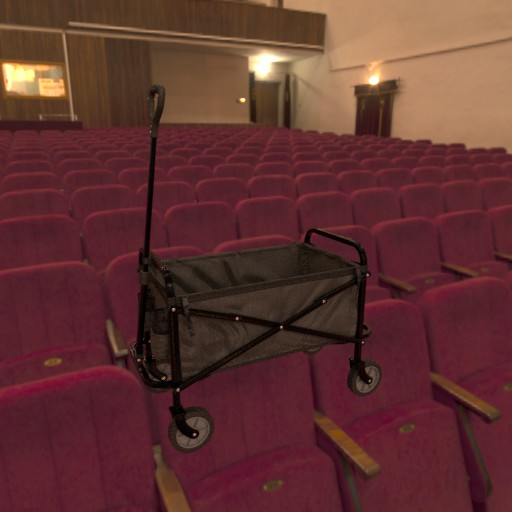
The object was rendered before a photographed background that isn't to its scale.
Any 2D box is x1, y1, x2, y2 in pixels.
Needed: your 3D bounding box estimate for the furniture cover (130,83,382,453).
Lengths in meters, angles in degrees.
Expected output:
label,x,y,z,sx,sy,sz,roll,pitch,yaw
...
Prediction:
label,x,y,z,sx,sy,sz,roll,pitch,yaw
furniture cover,0.000,0.000,1.821,1.038,1.295,0.532,-8,18,-25
